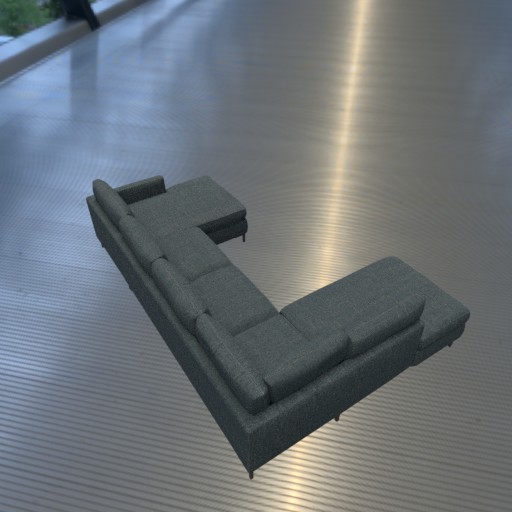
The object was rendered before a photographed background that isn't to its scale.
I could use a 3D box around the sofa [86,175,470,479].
[{"bbox_3d":[0.000,0.000,3.598,1.879,0.753,2.737,-23,45,-25],"label":"sofa"}]
